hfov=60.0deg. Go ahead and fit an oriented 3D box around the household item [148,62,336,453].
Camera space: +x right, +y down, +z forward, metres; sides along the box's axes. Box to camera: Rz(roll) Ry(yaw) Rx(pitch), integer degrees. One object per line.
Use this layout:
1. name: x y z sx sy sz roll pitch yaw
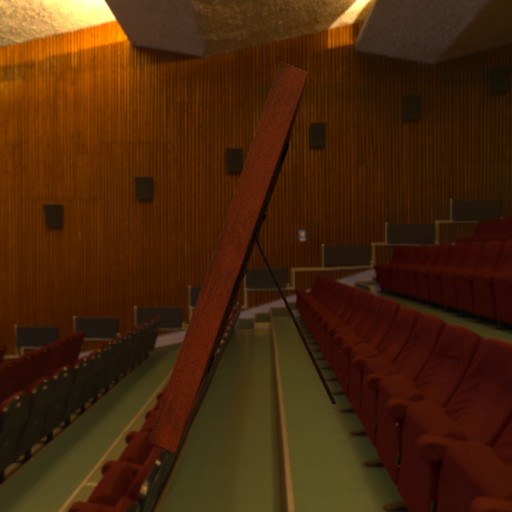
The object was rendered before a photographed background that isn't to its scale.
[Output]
1. household item: 0.000 0.000 0.391 0.131 0.240 0.240 0 1 1
